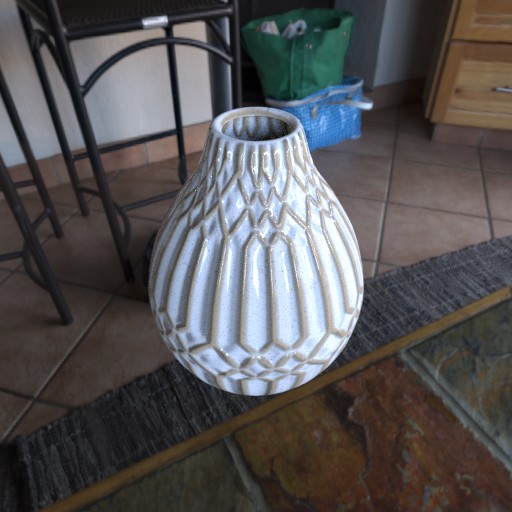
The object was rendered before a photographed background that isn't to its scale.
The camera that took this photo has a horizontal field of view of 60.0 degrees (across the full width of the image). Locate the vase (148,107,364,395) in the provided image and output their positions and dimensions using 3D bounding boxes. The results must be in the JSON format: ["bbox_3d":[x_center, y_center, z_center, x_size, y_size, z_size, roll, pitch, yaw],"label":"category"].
[{"bbox_3d":[0.000,0.000,0.320,0.159,0.200,0.159,0,40,0],"label":"vase"}]
